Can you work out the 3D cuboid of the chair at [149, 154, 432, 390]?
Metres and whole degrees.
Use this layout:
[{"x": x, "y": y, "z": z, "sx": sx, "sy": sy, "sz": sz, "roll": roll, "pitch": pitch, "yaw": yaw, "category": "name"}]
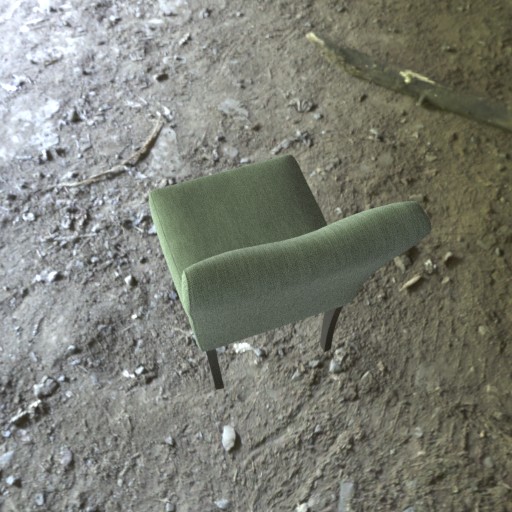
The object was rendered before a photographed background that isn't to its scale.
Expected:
[{"x": 0.000, "y": 0.000, "z": 1.232, "sx": 0.487, "sy": 0.884, "sz": 0.629, "roll": -17, "pitch": 59, "yaw": -10, "category": "chair"}]
